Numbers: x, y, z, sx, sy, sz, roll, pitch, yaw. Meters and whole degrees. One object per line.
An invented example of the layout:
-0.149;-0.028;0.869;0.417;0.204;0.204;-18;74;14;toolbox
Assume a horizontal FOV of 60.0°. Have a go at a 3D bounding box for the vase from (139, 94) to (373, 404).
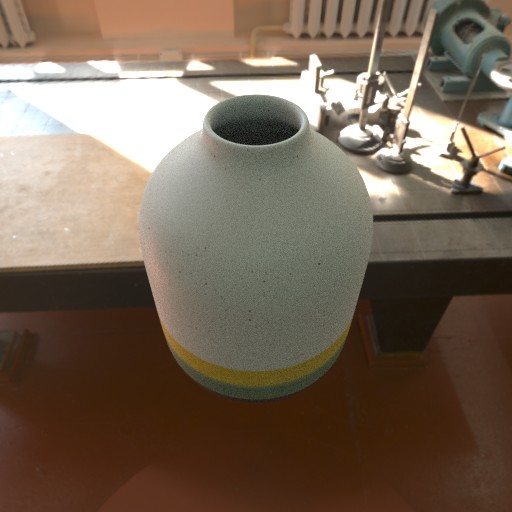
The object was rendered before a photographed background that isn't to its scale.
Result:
0.000;0.000;0.352;0.169;0.240;0.169;0;47;0;vase
